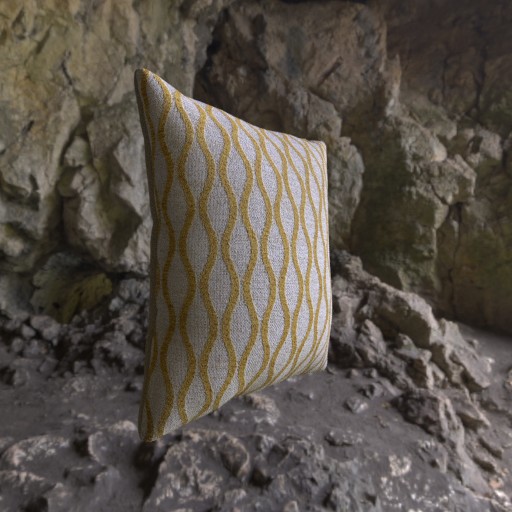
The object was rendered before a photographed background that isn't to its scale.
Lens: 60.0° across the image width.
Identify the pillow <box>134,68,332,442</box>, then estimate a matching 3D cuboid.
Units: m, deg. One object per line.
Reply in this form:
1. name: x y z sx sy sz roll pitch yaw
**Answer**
1. pillow: 0.000 0.000 0.670 0.159 0.436 0.429 0 0 37
